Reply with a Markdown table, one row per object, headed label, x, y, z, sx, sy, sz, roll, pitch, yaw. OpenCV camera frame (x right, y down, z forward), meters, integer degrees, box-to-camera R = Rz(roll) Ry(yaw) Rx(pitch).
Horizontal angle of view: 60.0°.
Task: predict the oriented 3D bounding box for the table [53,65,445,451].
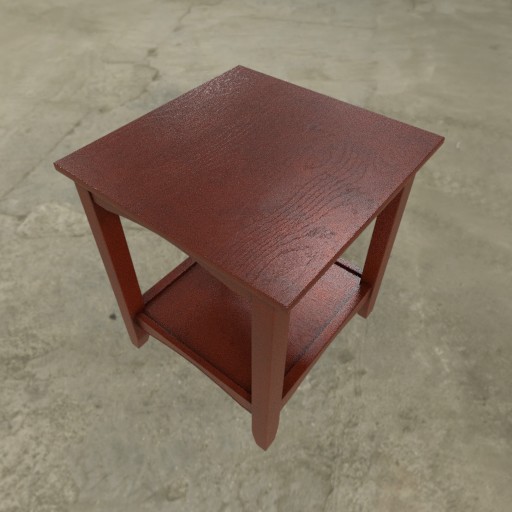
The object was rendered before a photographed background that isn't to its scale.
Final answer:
| label | x | y | z | sx | sy | sz | roll | pitch | yaw |
| --- | --- | --- | --- | --- | --- | --- | --- | --- | --- |
| table | 0.000 | 0.000 | 0.997 | 0.522 | 0.558 | 0.523 | 32 | 55 | 27 |
